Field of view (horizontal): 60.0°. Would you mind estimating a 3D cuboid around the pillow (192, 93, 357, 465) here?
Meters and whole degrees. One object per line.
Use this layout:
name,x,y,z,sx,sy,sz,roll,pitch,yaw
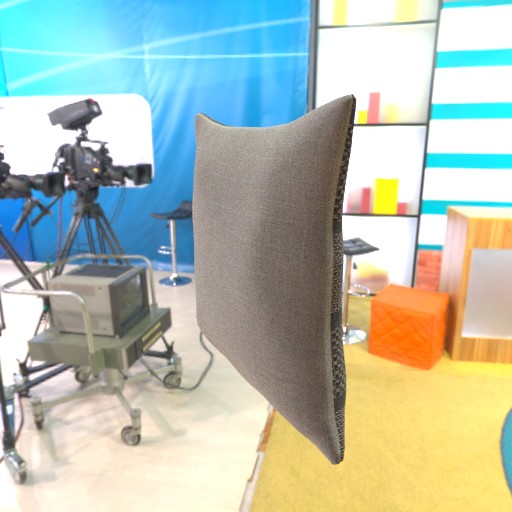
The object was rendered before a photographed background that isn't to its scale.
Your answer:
pillow,0.000,0.000,0.672,0.138,0.432,0.435,-8,17,-27
